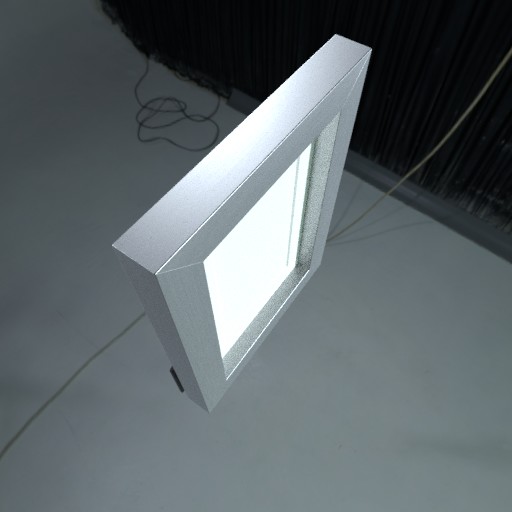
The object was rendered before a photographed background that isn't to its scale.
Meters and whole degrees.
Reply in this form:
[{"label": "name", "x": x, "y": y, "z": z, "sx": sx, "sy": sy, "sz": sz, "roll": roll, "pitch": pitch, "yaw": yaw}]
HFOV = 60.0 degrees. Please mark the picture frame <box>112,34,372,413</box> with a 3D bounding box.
[{"label": "picture frame", "x": 0.000, "y": 0.000, "z": 0.277, "sx": 0.028, "sy": 0.208, "sz": 0.157, "roll": 31, "pitch": 63, "yaw": 18}]
